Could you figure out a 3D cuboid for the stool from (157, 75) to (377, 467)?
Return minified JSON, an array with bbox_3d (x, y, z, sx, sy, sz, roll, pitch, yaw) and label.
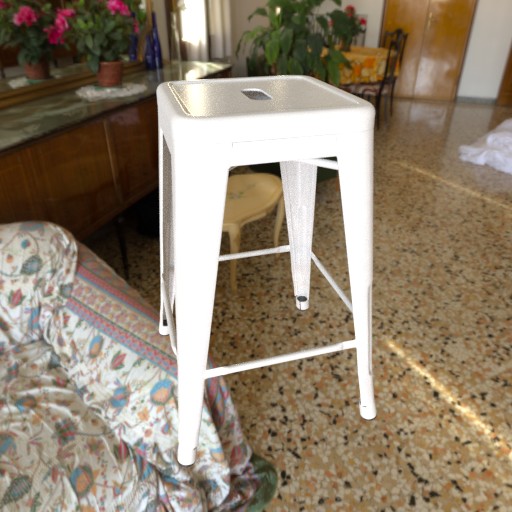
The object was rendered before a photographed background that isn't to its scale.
[{"bbox_3d":[0.000,0.000,0.863,0.406,0.610,0.406,-8,32,-14],"label":"stool"}]
